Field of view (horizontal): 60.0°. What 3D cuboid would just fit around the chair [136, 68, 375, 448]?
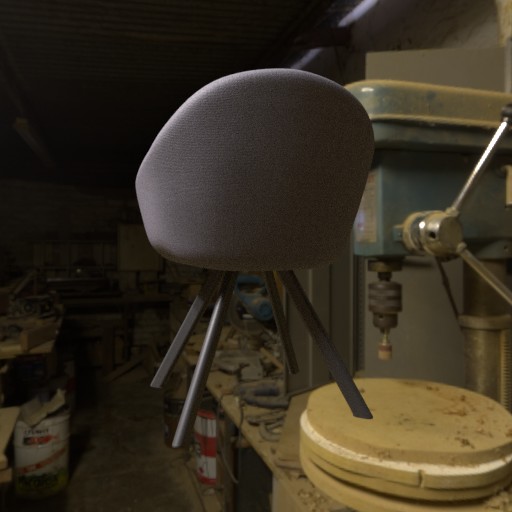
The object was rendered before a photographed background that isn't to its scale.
[{"bbox_3d":[0.000,0.000,1.171,0.590,0.795,0.550,0,1,-19],"label":"chair"}]
